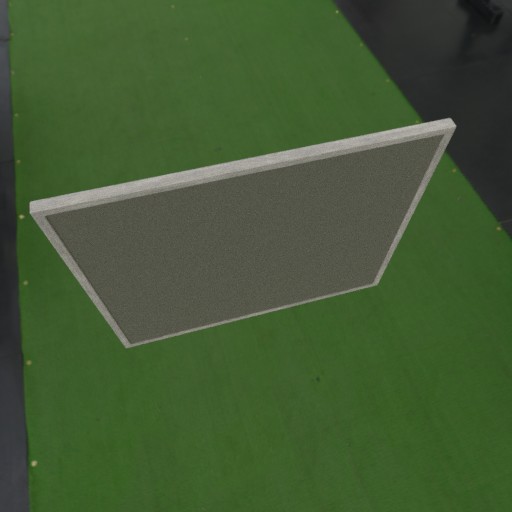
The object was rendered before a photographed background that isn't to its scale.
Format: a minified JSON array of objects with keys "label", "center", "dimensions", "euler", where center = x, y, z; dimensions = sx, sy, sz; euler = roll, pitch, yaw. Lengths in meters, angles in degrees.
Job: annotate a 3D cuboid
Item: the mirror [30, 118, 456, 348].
[{"label":"mirror","center":[0.000,0.000,1.140],"dimensions":[0.839,0.689,0.028],"euler":[-13,59,-8]}]
